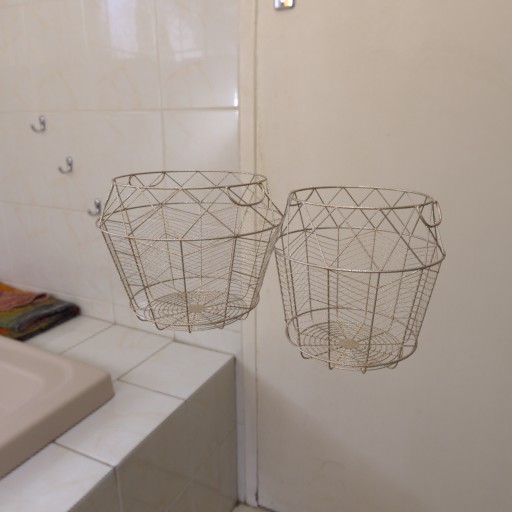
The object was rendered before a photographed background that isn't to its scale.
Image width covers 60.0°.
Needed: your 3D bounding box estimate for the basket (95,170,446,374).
[{"bbox_3d":[0.000,0.000,1.028,0.805,0.343,0.451,9,18,27],"label":"basket"}]
